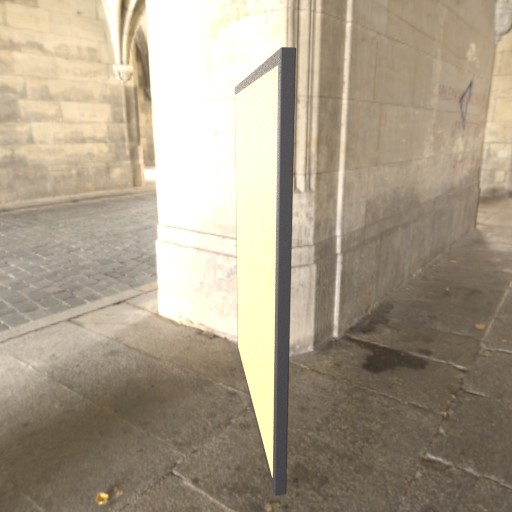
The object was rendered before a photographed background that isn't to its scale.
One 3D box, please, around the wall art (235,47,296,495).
[{"bbox_3d":[0.000,0.000,1.339,0.030,1.027,0.774,-2,16,-9],"label":"wall art"}]
